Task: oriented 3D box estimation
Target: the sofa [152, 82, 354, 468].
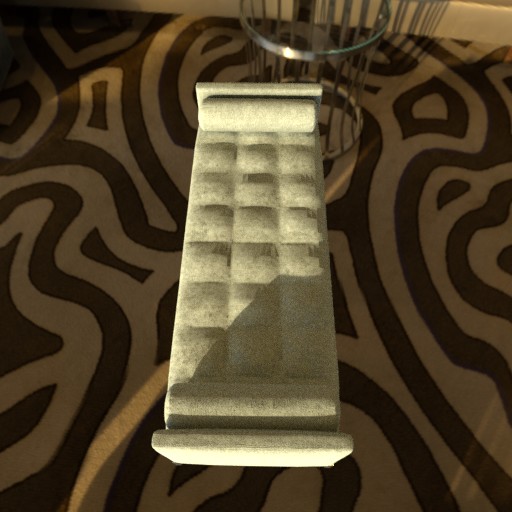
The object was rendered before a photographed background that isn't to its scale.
[{"bbox_3d":[0.000,0.000,2.472,0.797,0.657,2.102,1,60,0],"label":"sofa"}]
